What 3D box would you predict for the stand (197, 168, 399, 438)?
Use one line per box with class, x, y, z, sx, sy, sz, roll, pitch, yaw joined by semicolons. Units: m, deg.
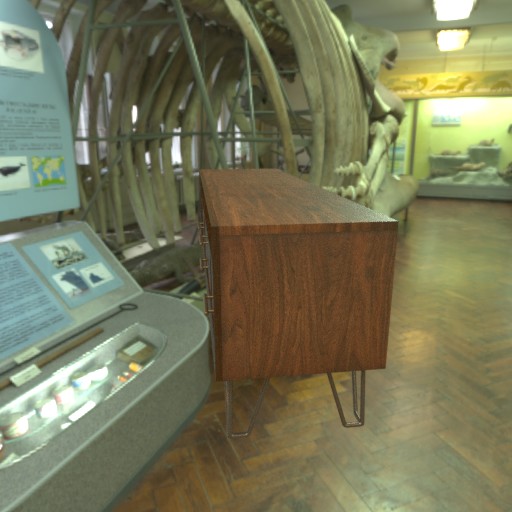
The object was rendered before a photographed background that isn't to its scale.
stand;0.000;0.000;1.911;0.481;0.610;1.626;-2;16;-8
